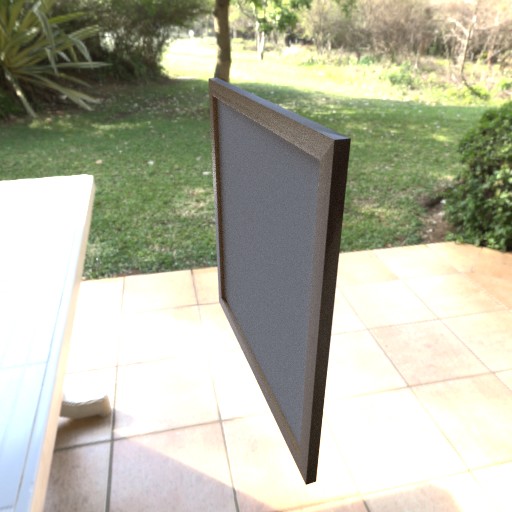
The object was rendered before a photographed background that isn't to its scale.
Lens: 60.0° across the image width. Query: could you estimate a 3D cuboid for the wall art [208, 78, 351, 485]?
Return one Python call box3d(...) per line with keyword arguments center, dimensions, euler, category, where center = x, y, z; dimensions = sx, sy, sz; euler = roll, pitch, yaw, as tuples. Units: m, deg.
box3d(center=(0.000, 0.000, 1.123), dimensions=(0.027, 0.762, 0.762), euler=(-9, 30, -16), category="wall art")
